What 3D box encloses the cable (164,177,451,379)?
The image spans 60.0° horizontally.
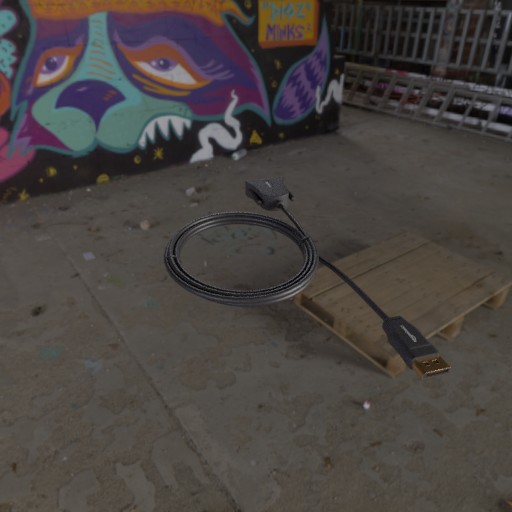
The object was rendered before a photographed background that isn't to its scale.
[{"bbox_3d":[0.000,0.000,0.334,0.136,0.015,0.281,-8,32,-14],"label":"cable"}]
